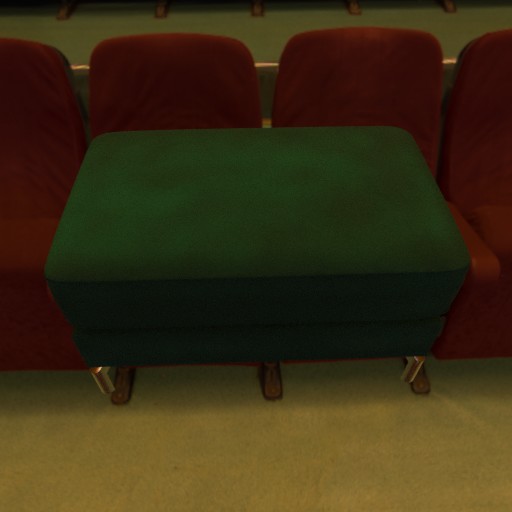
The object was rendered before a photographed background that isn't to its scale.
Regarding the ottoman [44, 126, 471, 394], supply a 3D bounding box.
[{"bbox_3d":[0.000,0.000,1.212,0.886,0.533,0.536,-2,47,-1],"label":"ottoman"}]
